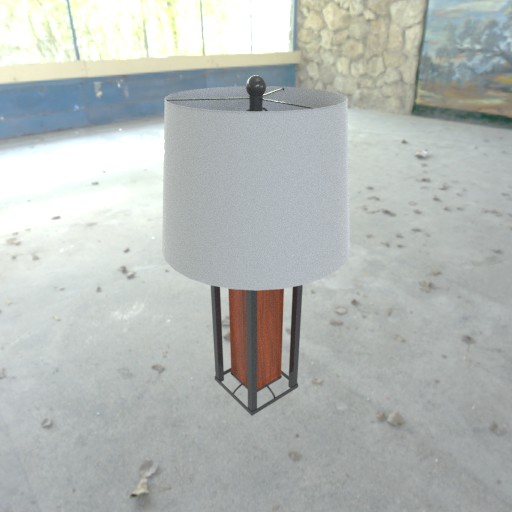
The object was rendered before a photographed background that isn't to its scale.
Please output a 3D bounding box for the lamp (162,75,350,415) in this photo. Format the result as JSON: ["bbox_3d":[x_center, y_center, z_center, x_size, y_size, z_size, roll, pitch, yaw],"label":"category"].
[{"bbox_3d":[0.000,0.000,0.779,0.320,0.591,0.320,0,27,0],"label":"lamp"}]
